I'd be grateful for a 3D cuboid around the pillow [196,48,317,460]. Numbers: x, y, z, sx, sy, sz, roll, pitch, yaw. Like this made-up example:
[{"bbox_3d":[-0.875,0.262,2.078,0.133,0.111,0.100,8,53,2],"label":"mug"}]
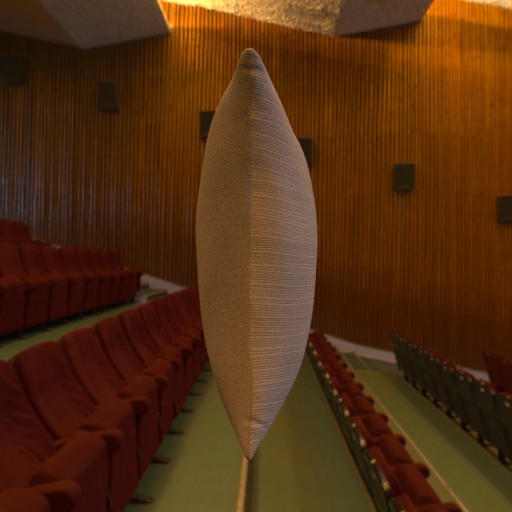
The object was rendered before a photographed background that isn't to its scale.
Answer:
[{"bbox_3d":[0.000,0.000,0.781,0.204,0.497,0.512,0,-1,1],"label":"pillow"}]
